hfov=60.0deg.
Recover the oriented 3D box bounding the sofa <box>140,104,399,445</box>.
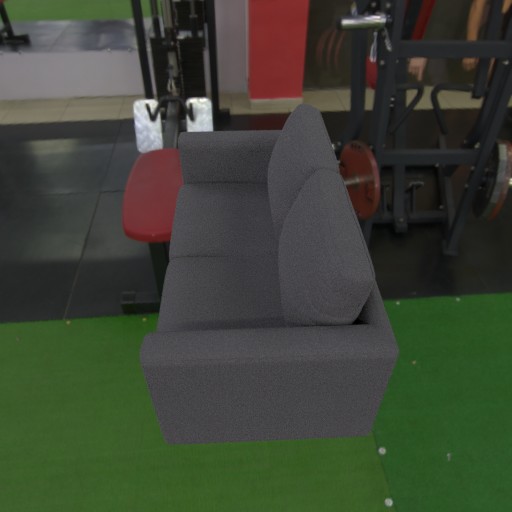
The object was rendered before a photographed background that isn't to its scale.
[{"bbox_3d":[0.000,0.000,1.967,0.796,0.908,1.430,-2,43,-2],"label":"sofa"}]
